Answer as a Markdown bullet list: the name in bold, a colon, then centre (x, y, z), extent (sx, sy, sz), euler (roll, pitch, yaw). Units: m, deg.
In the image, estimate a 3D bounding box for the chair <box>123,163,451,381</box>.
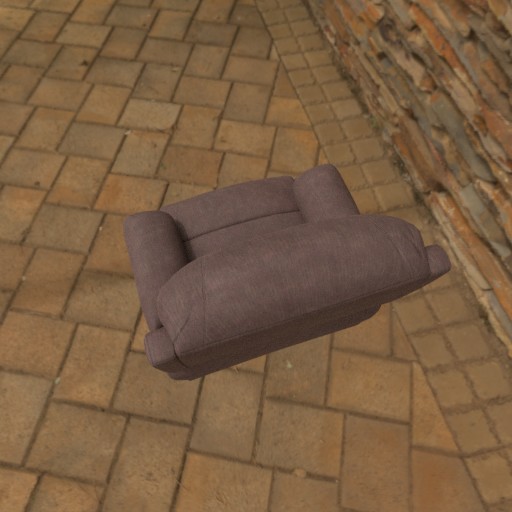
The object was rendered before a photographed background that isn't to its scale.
- **chair**: centre (0.000, 0.000, 1.718), extent (0.930, 1.011, 0.899), euler (-16, 60, -10)
